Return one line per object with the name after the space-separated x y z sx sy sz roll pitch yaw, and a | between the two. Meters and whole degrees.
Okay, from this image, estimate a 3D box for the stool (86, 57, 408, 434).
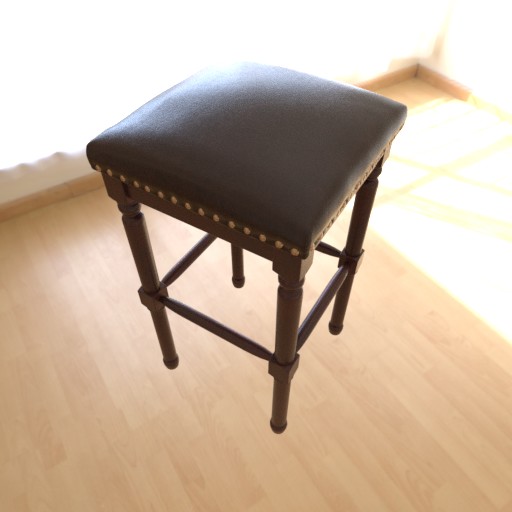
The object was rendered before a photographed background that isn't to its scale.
0.000 0.000 0.926 0.383 0.702 0.382 24 51 21 | stool
